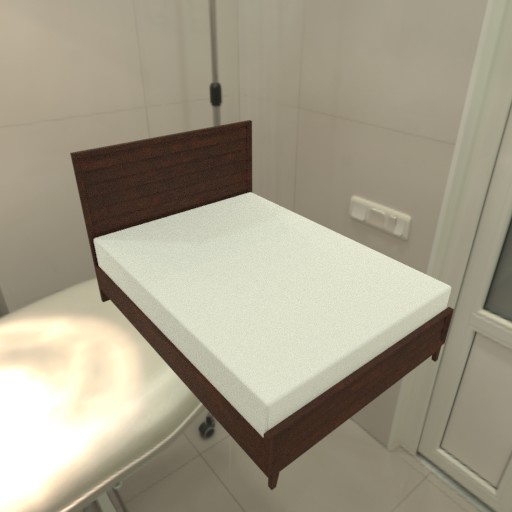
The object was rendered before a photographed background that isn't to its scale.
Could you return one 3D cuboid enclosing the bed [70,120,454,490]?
[{"bbox_3d":[0.000,0.000,3.129,1.600,1.270,2.184,-22,36,-33],"label":"bed"}]
